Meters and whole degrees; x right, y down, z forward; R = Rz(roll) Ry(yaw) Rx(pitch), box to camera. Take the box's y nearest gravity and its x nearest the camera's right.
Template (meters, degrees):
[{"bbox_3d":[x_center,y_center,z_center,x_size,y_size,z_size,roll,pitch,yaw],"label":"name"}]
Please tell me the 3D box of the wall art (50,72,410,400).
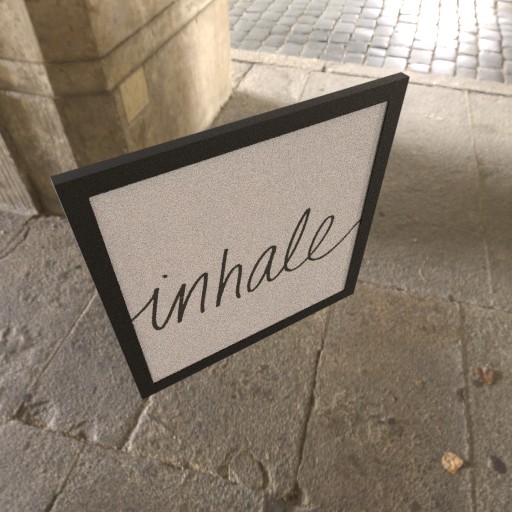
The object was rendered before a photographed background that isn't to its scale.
[{"bbox_3d":[0.000,0.000,0.524,0.356,0.356,0.013,-23,51,-20],"label":"wall art"}]
